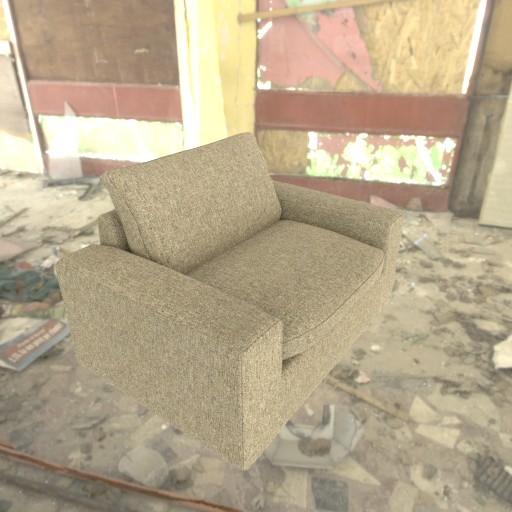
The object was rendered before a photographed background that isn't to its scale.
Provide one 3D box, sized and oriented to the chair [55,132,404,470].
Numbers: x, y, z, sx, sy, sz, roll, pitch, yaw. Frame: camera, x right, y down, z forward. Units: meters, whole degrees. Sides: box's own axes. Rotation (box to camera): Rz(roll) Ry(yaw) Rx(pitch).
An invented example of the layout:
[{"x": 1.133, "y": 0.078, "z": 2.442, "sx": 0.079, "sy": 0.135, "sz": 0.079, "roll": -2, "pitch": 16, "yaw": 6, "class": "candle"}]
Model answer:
[{"x": 0.000, "y": 0.000, "z": 2.091, "sx": 1.039, "sy": 0.915, "sz": 1.398, "roll": 18, "pitch": 33, "yaw": 32, "class": "chair"}]
